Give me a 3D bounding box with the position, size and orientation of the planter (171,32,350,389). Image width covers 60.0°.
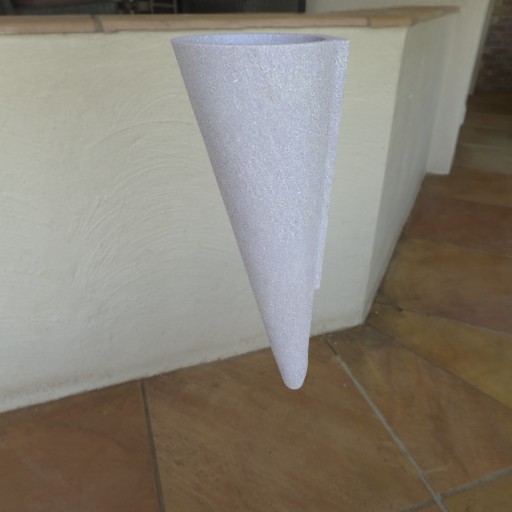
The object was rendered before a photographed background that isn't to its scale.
[{"bbox_3d":[0.000,0.000,0.292,0.087,0.259,0.078,-8,31,-14],"label":"planter"}]
